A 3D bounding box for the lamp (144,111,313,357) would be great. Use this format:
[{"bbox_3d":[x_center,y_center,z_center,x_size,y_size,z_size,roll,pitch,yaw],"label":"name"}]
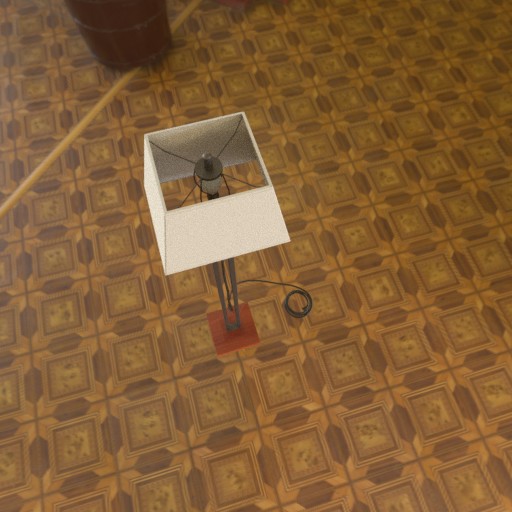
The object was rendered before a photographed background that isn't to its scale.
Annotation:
[{"bbox_3d":[0.000,0.000,2.046,0.745,1.712,0.472,-15,65,-7],"label":"lamp"}]
